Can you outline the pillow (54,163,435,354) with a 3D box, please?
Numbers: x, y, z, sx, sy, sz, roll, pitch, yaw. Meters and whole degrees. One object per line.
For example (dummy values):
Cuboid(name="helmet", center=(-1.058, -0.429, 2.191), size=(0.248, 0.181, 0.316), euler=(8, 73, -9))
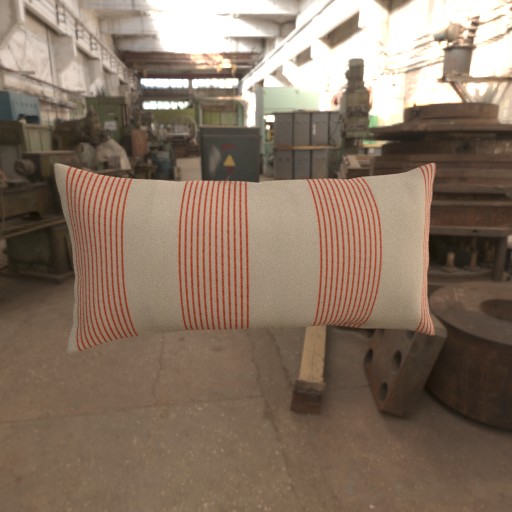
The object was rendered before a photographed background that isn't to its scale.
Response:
Cuboid(name="pillow", center=(0.000, 0.000, 0.712), size=(0.608, 0.292, 0.156), euler=(-2, 16, -6))
